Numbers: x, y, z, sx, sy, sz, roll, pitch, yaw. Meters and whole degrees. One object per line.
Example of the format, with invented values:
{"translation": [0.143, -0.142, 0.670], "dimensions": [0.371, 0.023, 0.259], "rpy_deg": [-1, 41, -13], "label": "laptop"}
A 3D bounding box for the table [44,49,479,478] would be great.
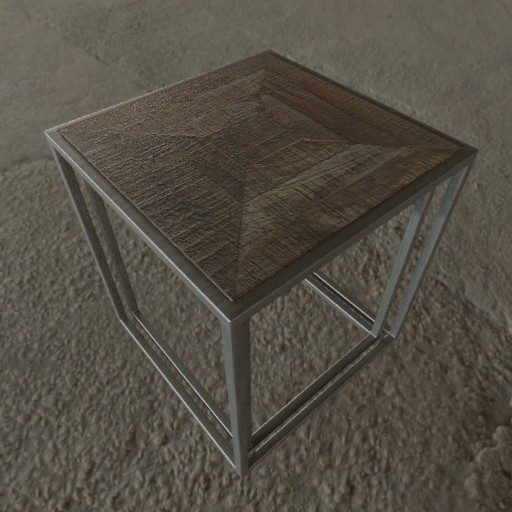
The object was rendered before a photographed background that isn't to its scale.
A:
{"translation": [0.000, 0.000, 0.824], "dimensions": [0.450, 0.500, 0.449], "rpy_deg": [-32, 55, -26], "label": "table"}
